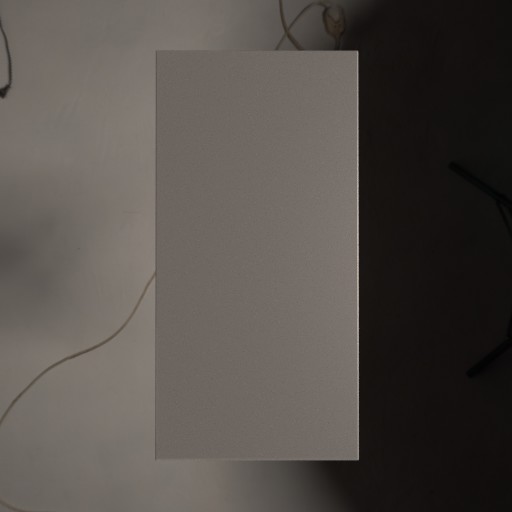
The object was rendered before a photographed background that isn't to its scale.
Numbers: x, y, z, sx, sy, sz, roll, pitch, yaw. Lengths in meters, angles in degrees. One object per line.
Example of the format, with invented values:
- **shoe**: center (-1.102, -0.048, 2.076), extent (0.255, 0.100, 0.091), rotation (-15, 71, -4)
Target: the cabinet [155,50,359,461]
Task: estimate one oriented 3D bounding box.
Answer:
- **cabinet**: center (0.000, 0.000, 1.254), extent (0.396, 0.780, 0.801), rotation (0, 90, 0)
